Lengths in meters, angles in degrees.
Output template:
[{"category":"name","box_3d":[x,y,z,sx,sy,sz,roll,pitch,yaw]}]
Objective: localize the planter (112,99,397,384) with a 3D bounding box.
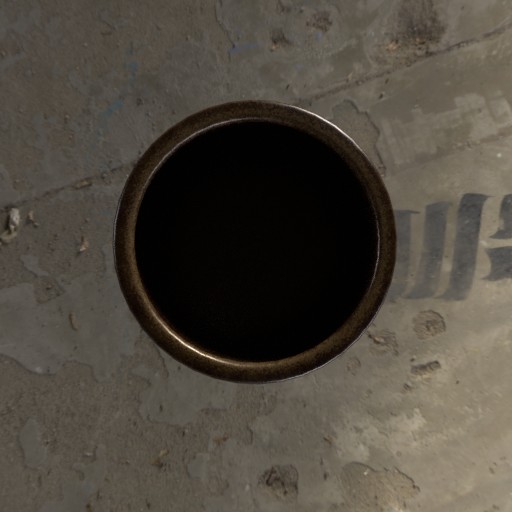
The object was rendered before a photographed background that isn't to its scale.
[{"category":"planter","box_3d":[0.000,0.000,0.565,0.255,0.375,0.269,0,89,0]}]
